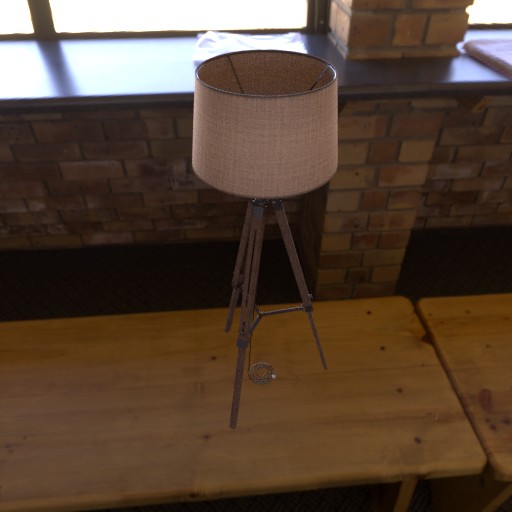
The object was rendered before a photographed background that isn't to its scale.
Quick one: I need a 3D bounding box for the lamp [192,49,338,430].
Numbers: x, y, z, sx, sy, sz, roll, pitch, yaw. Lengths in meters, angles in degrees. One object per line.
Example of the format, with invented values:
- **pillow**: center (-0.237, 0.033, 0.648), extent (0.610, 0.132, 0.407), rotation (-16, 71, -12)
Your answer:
- **lamp**: center (0.000, 0.000, 1.832), extent (0.604, 1.510, 0.587), rotation (-25, 46, -27)
